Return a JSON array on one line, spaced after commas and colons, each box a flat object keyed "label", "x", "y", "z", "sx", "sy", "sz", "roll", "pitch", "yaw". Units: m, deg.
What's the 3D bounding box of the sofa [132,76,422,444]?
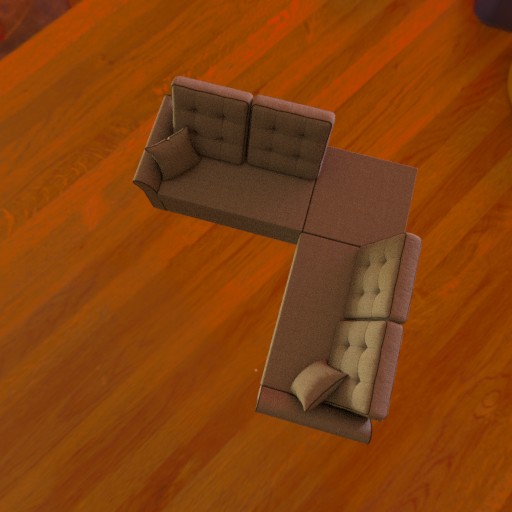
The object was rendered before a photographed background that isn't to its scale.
[{"label": "sofa", "x": 0.000, "y": 0.000, "z": 3.242, "sx": 2.068, "sy": 0.988, "sz": 2.070, "roll": 15, "pitch": 76, "yaw": 4}]
